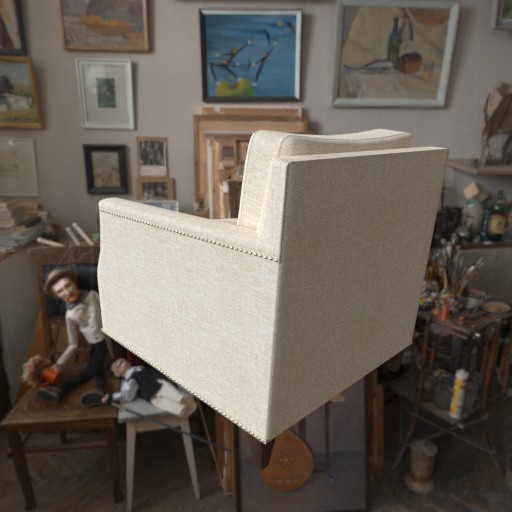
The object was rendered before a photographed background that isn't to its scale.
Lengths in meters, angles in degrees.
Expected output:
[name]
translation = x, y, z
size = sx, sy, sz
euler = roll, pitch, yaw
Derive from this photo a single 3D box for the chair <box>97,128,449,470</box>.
[chair]
translation = 0.000, 0.000, 1.700
size = 0.838, 0.940, 1.041
euler = -15, 22, -42
